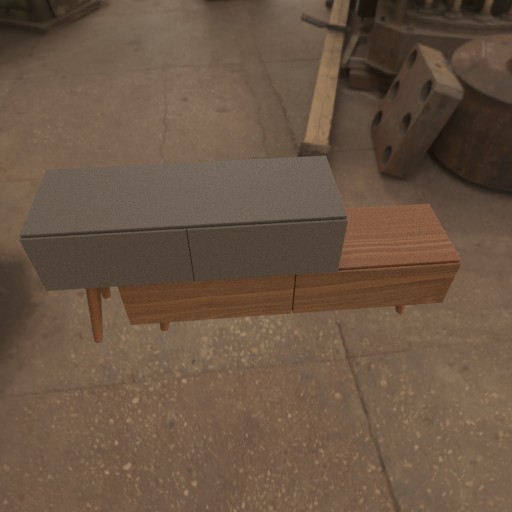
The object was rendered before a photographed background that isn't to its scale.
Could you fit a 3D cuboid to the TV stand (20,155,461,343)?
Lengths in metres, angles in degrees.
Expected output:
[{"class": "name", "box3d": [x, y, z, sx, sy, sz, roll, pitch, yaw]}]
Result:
[{"class": "TV stand", "box3d": [0.000, 0.000, 1.578, 1.336, 0.591, 0.329, -4, 46, -4]}]
